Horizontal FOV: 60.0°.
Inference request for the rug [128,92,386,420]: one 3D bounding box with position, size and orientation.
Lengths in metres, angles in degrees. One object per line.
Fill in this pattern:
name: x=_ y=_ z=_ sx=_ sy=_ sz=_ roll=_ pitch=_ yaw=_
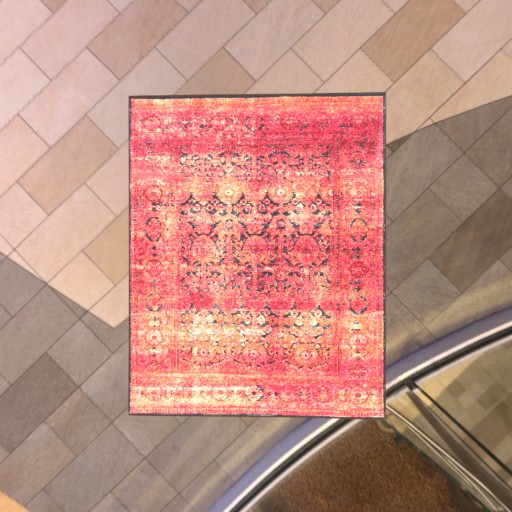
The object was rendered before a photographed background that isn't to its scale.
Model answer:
rug: x=0.000 y=0.000 z=4.143 sx=2.411 sy=0.020 sz=3.032 roll=0 pitch=90 yaw=2
